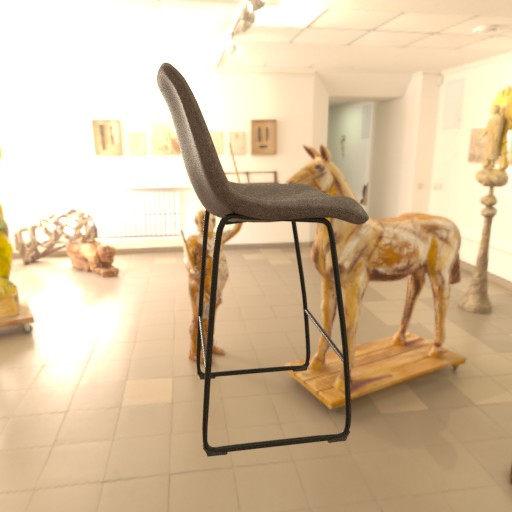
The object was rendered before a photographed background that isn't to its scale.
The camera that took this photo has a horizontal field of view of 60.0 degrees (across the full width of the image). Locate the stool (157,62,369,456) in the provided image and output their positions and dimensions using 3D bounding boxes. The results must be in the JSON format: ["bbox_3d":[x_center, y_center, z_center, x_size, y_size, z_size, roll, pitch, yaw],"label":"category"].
[{"bbox_3d":[0.000,0.000,1.410,0.561,1.082,0.514,-2,15,-9],"label":"stool"}]
